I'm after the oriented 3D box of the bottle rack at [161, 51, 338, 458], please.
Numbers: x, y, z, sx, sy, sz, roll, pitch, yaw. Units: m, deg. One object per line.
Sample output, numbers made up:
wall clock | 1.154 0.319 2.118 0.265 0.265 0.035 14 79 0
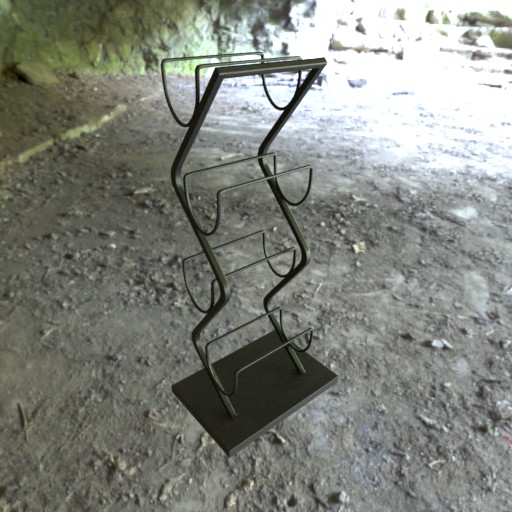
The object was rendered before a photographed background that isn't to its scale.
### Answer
bottle rack | 0.000 0.000 0.686 0.254 0.559 0.178 -22 36 -34
